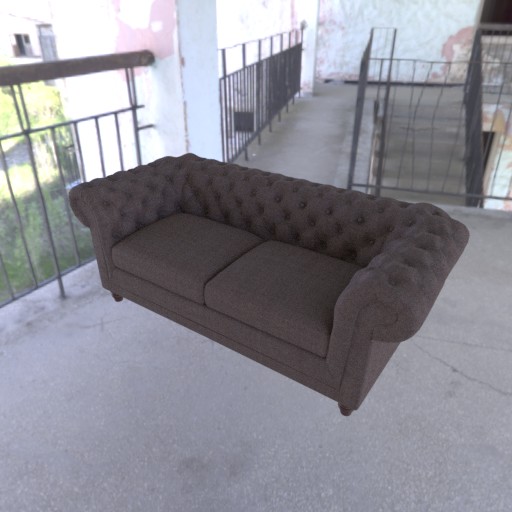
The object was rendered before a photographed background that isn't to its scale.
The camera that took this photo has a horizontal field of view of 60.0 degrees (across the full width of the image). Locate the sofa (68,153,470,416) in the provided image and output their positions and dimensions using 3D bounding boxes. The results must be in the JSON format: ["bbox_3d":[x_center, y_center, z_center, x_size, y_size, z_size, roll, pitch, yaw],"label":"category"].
[{"bbox_3d":[0.000,0.000,2.523,2.048,0.780,0.944,19,34,30],"label":"sofa"}]
